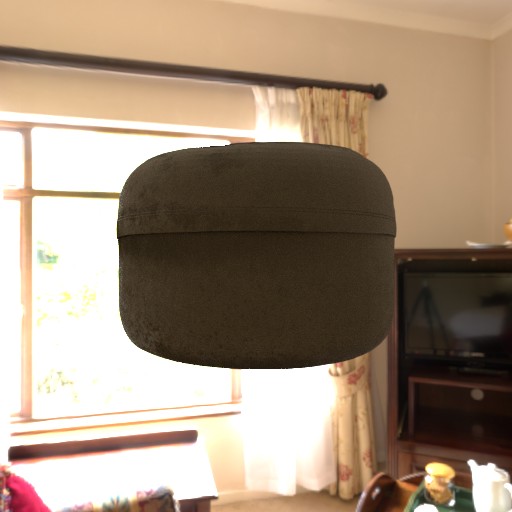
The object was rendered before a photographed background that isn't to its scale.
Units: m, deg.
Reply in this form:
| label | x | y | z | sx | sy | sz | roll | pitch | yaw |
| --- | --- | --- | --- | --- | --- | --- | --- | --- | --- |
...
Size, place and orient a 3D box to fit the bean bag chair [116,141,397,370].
| label | x | y | z | sx | sy | sz | roll | pitch | yaw |
| --- | --- | --- | --- | --- | --- | --- | --- | --- | --- |
| bean bag chair | 0.000 | 0.000 | 1.510 | 0.918 | 0.605 | 0.918 | 0 | 0 | 0 |
